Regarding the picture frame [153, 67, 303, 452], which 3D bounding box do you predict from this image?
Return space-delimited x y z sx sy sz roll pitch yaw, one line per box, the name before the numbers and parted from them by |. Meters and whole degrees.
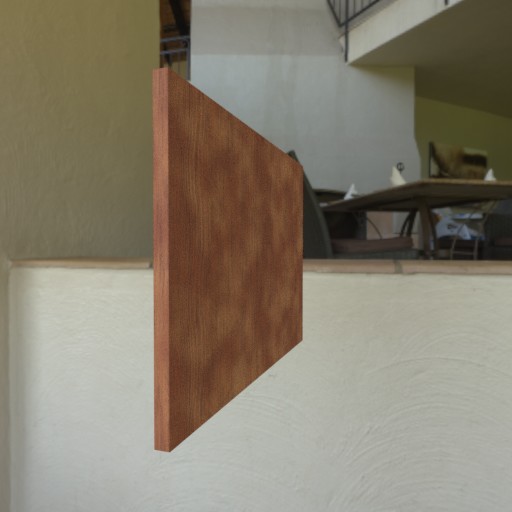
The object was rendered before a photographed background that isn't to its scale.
picture frame | 0.000 0.000 1.188 0.029 0.640 0.950 0 1 19
